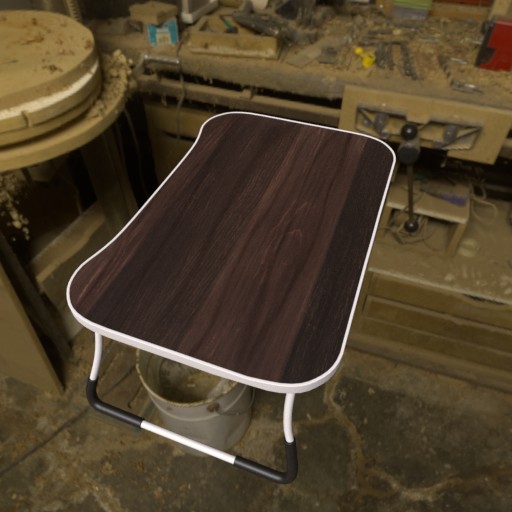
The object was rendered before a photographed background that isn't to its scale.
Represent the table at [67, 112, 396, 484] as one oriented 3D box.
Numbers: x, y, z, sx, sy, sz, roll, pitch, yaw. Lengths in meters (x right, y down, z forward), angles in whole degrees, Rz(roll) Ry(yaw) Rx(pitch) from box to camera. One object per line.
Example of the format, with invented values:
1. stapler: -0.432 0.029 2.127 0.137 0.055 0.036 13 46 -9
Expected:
1. table: 0.000 0.000 0.832 0.400 0.232 0.660 15 49 14
